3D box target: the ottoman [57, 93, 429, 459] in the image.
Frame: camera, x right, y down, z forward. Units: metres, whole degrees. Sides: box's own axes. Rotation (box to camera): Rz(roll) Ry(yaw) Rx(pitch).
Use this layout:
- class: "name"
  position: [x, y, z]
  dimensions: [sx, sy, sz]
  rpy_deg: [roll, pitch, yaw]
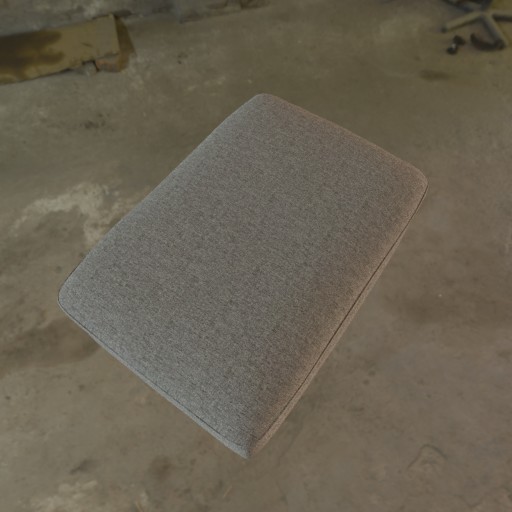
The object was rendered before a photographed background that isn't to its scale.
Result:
- class: "ottoman"
  position: [0.000, 0.000, 1.387]
  dimensions: [0.694, 0.451, 0.977]
  rpy_deg: [32, 67, 16]
